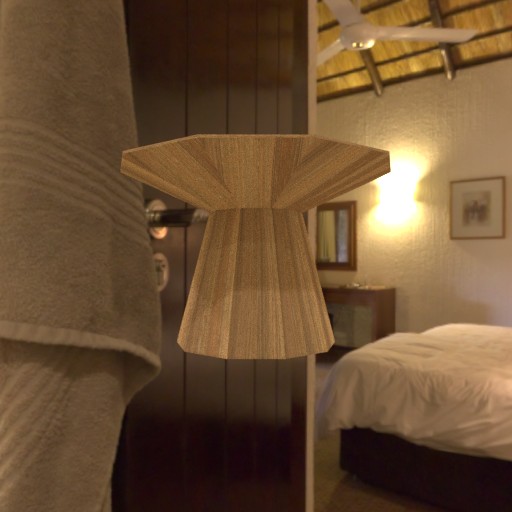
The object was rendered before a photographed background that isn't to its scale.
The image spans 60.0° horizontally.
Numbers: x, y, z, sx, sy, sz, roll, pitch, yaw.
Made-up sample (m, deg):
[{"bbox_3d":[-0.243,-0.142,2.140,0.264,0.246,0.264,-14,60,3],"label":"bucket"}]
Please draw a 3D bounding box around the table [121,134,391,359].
[{"bbox_3d":[0.000,0.000,1.943,1.186,0.752,1.186,0,0,0],"label":"table"}]
